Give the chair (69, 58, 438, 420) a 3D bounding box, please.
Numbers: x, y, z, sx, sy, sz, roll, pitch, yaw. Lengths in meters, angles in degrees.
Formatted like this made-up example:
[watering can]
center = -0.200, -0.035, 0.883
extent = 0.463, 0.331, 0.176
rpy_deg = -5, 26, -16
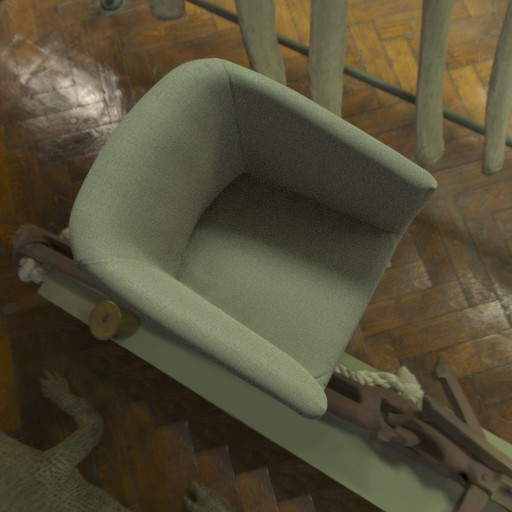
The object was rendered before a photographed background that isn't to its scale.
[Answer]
[chair]
center = 0.000, 0.000, 1.227
extent = 0.668, 0.771, 0.600
rpy_deg = 29, 77, 7
